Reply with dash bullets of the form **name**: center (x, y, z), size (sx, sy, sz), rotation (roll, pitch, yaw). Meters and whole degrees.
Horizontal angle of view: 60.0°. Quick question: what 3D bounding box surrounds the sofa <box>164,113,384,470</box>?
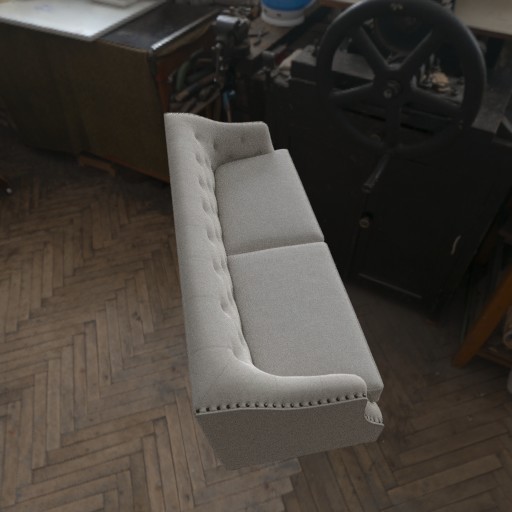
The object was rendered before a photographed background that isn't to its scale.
- **sofa**: center (0.000, 0.000, 2.771), size (0.914, 0.901, 2.235), rotation (-8, 49, -7)
